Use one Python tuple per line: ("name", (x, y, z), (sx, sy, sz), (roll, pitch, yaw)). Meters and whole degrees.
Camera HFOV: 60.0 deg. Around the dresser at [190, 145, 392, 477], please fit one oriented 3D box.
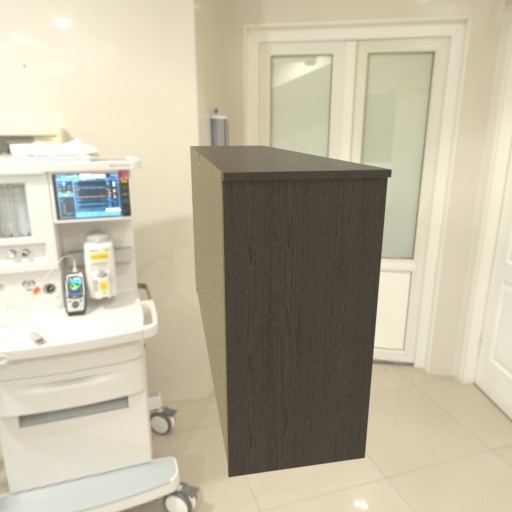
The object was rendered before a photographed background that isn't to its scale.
("dresser", (0.000, 0.000, 1.668), (0.401, 0.755, 1.360), (-3, 16, -10))
